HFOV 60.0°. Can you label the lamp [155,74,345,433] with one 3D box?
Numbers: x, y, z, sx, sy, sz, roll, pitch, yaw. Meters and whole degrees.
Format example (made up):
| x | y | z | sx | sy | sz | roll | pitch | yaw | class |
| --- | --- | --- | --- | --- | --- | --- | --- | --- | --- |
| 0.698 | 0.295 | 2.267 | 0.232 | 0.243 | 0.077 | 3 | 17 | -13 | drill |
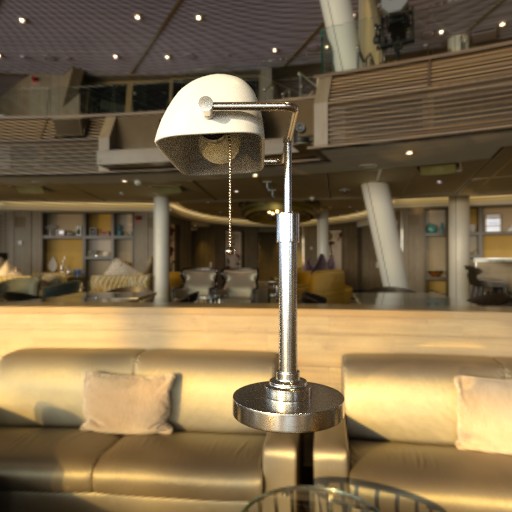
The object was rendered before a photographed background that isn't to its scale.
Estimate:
| x | y | z | sx | sy | sz | roll | pitch | yaw | class |
| --- | --- | --- | --- | --- | --- | --- | --- | --- | --- |
| 0.000 | 0.000 | 0.576 | 0.227 | 0.404 | 0.269 | 0 | -1 | 1 | lamp |
